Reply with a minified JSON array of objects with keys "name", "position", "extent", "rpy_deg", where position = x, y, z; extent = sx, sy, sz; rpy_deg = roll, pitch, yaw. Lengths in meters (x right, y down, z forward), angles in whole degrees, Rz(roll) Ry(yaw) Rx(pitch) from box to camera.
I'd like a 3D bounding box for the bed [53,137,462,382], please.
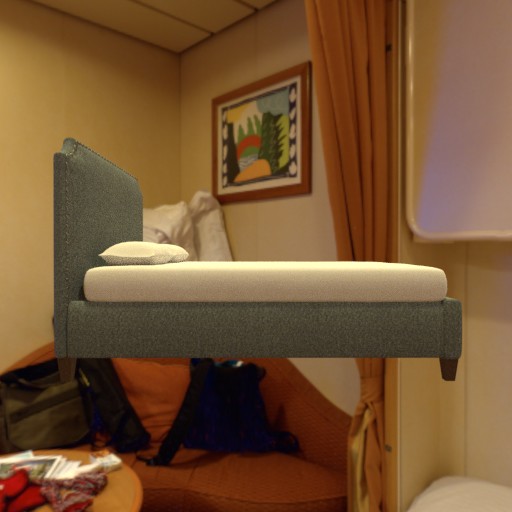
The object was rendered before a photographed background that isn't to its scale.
[{"name":"bed","position":[0.000,0.000,3.371],"extent":[2.372,1.443,1.712],"rpy_deg":[0,0,0]}]
